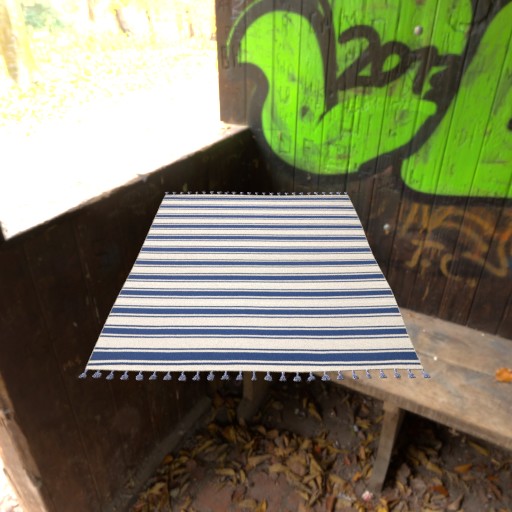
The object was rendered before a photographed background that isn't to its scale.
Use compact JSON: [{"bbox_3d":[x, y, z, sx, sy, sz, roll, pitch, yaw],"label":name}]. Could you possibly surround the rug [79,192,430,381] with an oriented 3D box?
[{"bbox_3d":[0.000,0.000,4.552,2.471,0.016,3.416,0,31,0],"label":"rug"}]
